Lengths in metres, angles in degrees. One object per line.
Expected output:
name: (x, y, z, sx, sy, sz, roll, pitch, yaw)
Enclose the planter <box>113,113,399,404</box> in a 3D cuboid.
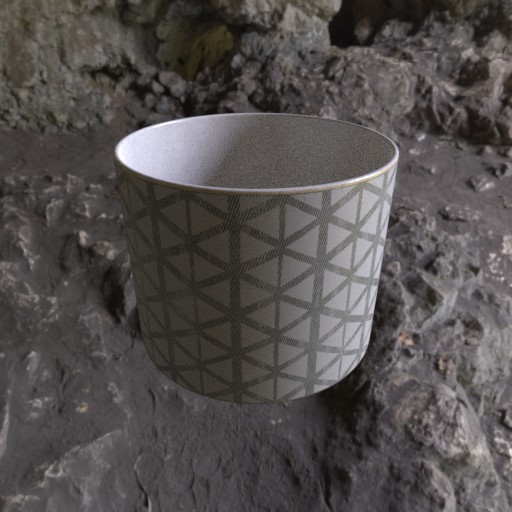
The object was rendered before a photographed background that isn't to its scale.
planter: (0.000, 0.000, 0.350, 0.190, 0.181, 0.190, 0, 29, 0)
